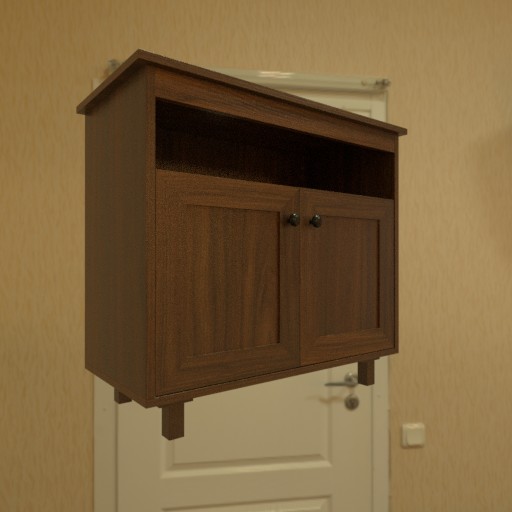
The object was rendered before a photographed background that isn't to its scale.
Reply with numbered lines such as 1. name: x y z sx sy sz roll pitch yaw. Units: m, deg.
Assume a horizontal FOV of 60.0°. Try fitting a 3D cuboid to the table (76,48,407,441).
1. table: 0.000 0.000 1.166 0.802 0.725 0.390 0 0 -37
